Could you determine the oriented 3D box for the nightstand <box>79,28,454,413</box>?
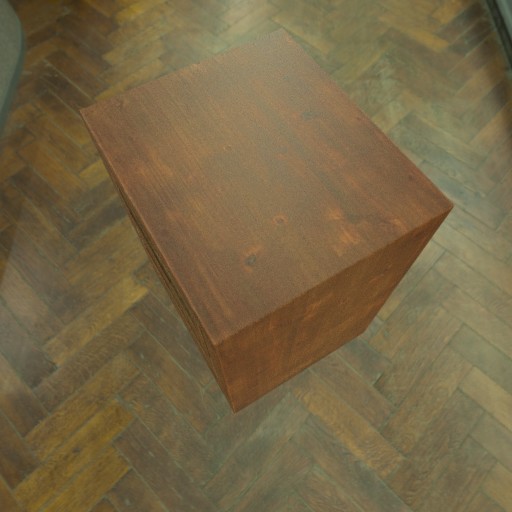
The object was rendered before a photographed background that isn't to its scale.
[{"bbox_3d":[0.000,0.000,1.000,0.410,0.695,0.465,-28,66,-14],"label":"nightstand"}]
